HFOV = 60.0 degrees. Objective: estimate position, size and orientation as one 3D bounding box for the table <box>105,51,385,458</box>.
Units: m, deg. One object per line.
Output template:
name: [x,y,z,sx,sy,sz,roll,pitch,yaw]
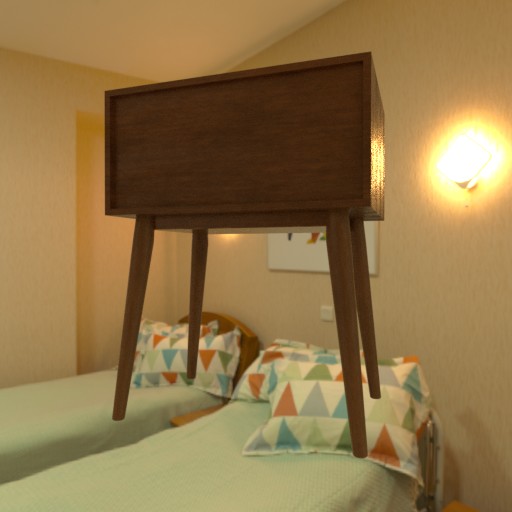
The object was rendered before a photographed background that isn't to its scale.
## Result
table: [0.000,0.000,0.847,0.454,0.580,0.307,0,0,20]
